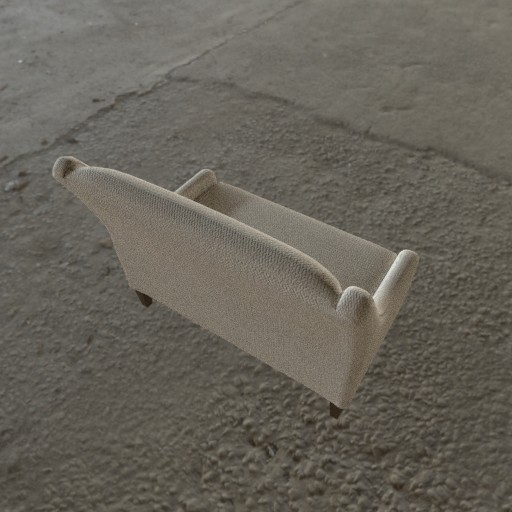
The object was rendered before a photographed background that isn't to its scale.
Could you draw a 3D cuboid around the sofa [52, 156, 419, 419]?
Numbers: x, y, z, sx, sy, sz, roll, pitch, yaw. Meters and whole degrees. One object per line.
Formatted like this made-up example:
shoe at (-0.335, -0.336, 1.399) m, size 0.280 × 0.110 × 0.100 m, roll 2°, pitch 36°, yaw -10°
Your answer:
sofa at (0.000, 0.000, 1.957) m, size 1.242 × 1.022 × 0.870 m, roll 25°, pitch 51°, yaw 22°
